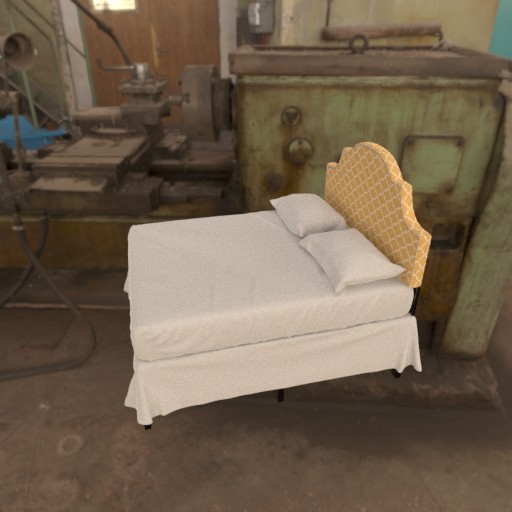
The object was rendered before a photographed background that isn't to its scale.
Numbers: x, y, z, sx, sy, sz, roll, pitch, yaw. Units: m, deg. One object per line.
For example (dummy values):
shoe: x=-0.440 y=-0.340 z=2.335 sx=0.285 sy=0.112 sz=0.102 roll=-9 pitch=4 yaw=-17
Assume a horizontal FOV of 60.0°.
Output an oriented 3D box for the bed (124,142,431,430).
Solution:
bed: x=0.000 y=0.000 z=3.530 sx=2.222 sy=1.633 sz=1.780 roll=-7 pitch=31 yaw=-13
